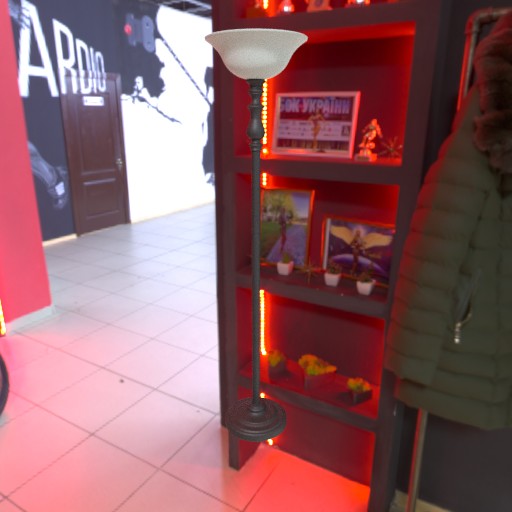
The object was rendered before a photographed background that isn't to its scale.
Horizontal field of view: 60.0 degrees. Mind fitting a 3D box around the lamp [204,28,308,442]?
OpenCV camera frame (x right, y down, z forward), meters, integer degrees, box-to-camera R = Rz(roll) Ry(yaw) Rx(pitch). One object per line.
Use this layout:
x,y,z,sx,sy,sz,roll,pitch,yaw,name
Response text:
0.000,0.000,2.015,0.405,1.797,0.405,-9,19,-26,lamp
